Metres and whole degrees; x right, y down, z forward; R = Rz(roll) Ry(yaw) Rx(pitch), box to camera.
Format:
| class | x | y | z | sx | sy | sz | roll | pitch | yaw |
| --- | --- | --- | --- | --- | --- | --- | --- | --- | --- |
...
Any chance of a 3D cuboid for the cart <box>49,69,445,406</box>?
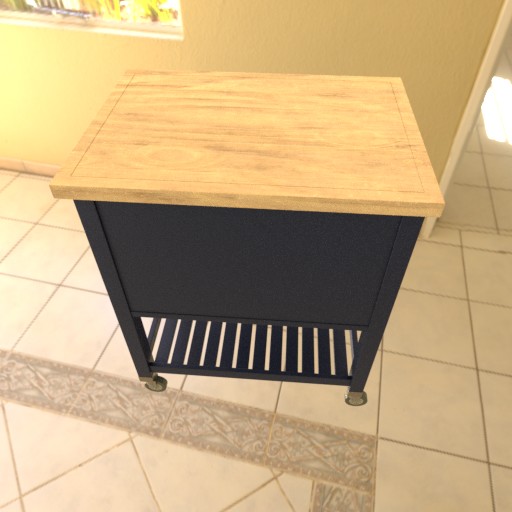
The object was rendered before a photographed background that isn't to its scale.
| class | x | y | z | sx | sy | sz | roll | pitch | yaw |
| --- | --- | --- | --- | --- | --- | --- | --- | --- | --- |
| cart | 0.000 | 0.000 | 1.399 | 0.797 | 0.920 | 0.567 | 3 | 46 | 3 |
